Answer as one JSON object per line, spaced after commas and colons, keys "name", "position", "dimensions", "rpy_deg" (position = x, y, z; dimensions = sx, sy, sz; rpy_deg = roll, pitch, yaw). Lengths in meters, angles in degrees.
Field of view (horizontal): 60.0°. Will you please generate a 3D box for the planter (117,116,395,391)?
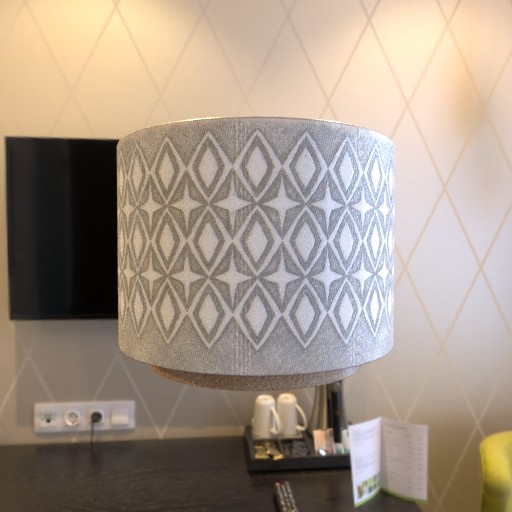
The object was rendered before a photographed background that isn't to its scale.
{"name": "planter", "position": [0.000, 0.000, 0.313], "dimensions": [0.186, 0.144, 0.186], "rpy_deg": [0, 2, 0]}
